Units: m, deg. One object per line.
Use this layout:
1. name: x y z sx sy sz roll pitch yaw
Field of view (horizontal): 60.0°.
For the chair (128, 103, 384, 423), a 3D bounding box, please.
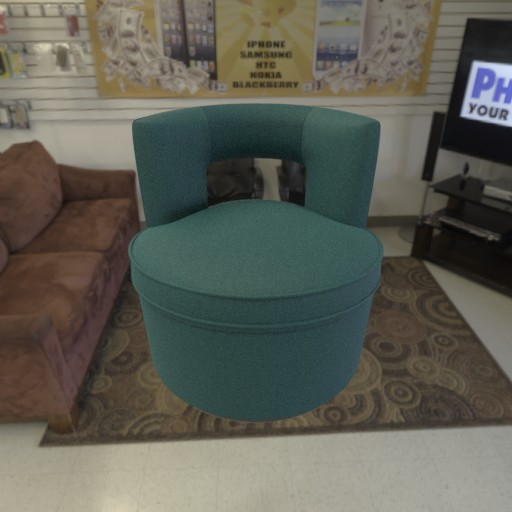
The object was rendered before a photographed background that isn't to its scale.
1. chair: 0.000 0.000 1.238 0.684 0.711 0.660 0 30 0
